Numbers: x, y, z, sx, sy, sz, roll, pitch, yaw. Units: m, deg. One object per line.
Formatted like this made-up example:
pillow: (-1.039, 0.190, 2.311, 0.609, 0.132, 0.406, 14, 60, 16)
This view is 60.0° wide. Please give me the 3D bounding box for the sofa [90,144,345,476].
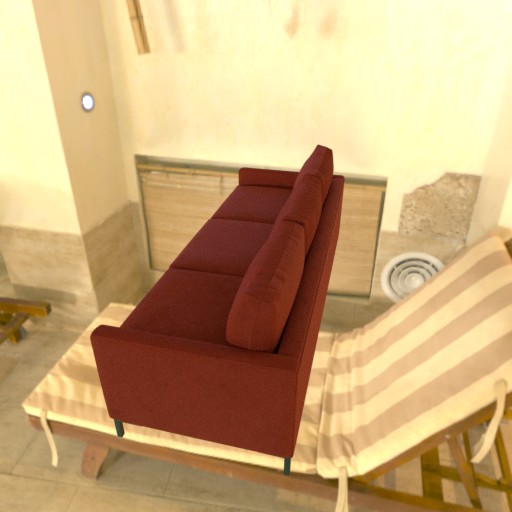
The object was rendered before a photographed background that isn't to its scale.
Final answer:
sofa: (0.000, 0.000, 2.709, 0.875, 0.879, 2.252, 7, 30, 12)
